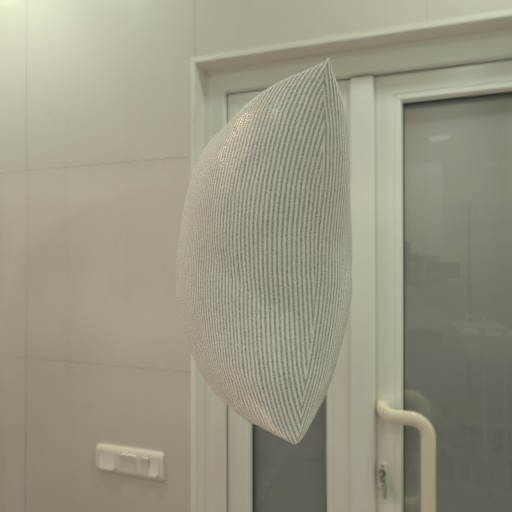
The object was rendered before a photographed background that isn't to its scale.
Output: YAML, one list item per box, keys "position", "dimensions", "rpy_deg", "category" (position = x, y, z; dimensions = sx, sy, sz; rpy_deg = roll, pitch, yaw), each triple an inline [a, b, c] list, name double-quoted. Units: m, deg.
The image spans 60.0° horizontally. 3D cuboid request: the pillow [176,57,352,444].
- position: [0.000, 0.000, 0.683]
  dimensions: [0.310, 0.432, 0.387]
  rpy_deg: [0, 0, 19]
  category: "pillow"
